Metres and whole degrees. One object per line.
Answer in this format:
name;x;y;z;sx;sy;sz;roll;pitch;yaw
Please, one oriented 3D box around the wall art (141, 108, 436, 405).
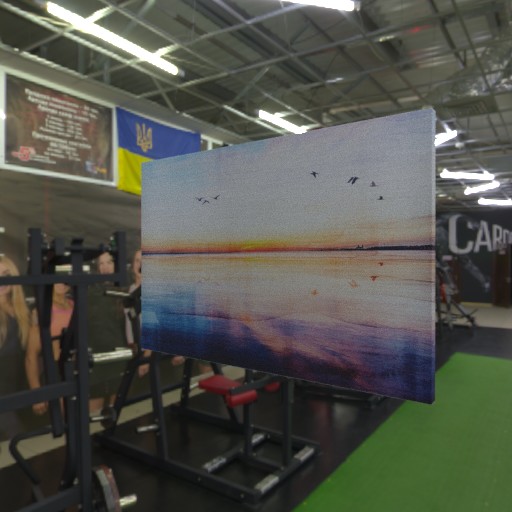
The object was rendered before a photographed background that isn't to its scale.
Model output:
wall art;0.000;0.000;1.478;1.137;0.756;0.034;0;0;37
